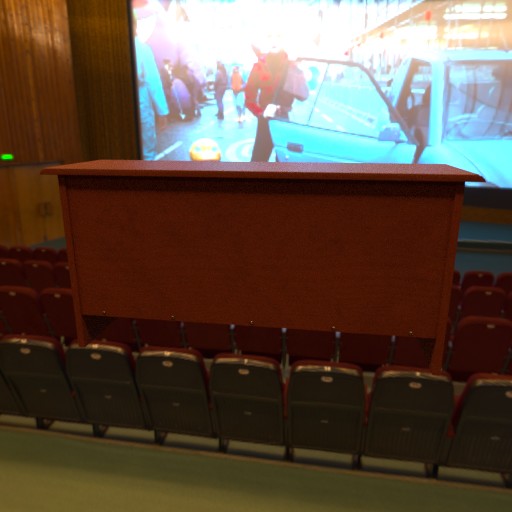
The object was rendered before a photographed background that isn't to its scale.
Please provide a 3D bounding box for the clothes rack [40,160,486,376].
[{"bbox_3d":[0.000,0.000,1.480,1.251,0.594,0.362,3,16,9],"label":"clothes rack"}]
